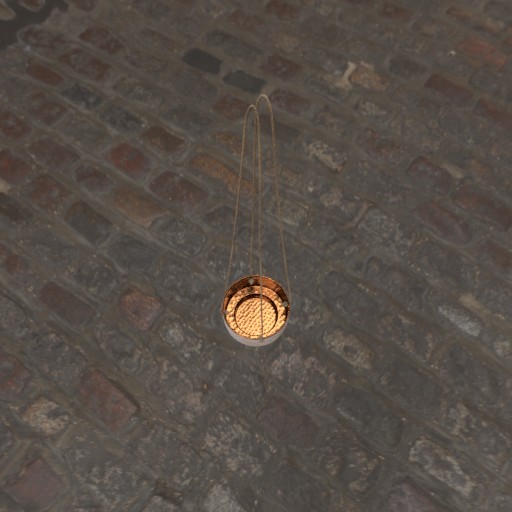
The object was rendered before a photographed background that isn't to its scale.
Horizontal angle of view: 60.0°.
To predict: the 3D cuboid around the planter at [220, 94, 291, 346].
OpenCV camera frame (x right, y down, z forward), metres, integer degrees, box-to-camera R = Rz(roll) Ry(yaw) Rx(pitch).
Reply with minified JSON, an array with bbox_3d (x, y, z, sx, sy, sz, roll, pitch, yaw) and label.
[{"bbox_3d":[0.000,0.000,1.093,0.223,1.030,0.223,33,69,14],"label":"planter"}]
